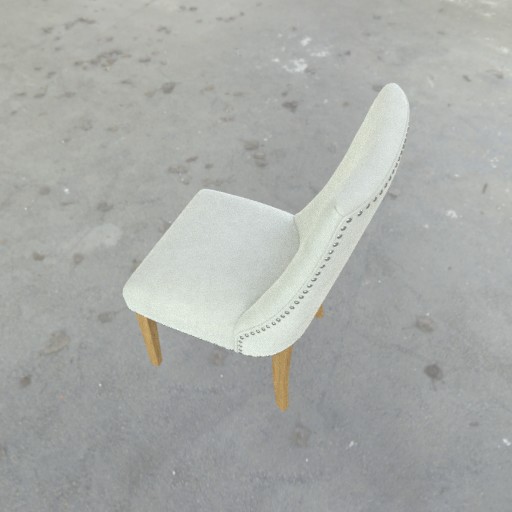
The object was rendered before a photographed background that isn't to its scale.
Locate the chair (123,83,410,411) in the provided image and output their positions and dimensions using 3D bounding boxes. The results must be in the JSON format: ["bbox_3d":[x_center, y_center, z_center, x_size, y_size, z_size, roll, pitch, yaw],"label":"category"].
[{"bbox_3d":[0.000,0.000,1.243,0.610,0.902,0.495,17,50,15],"label":"chair"}]
